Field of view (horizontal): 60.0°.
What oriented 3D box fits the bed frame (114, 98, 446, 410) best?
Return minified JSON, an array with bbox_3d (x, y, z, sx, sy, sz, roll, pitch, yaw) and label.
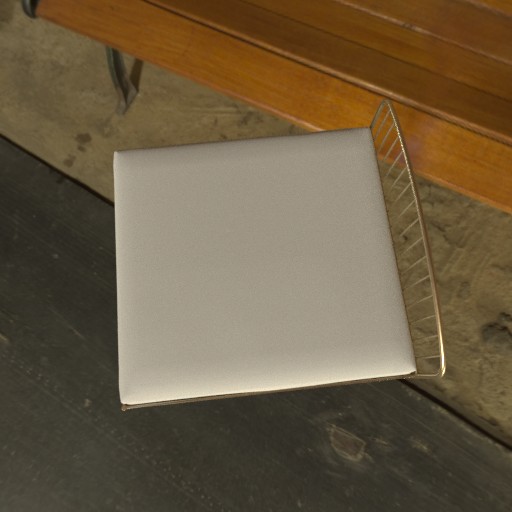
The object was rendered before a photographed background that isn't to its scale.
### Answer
[{"bbox_3d":[0.000,0.000,3.346,2.152,1.174,2.016,-6,75,-2],"label":"bed frame"}]
